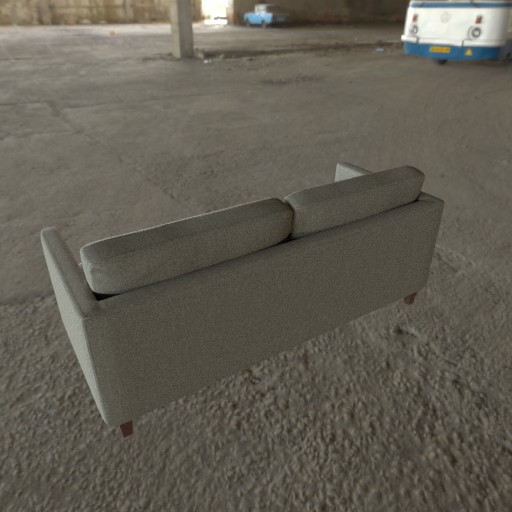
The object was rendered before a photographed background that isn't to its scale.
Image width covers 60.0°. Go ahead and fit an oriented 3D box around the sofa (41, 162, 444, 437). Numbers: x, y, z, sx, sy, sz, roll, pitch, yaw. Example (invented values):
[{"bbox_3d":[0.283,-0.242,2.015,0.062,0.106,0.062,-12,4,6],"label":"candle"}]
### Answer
[{"bbox_3d":[0.000,0.000,2.688,2.208,0.960,0.956,-18,34,-28],"label":"sofa"}]
